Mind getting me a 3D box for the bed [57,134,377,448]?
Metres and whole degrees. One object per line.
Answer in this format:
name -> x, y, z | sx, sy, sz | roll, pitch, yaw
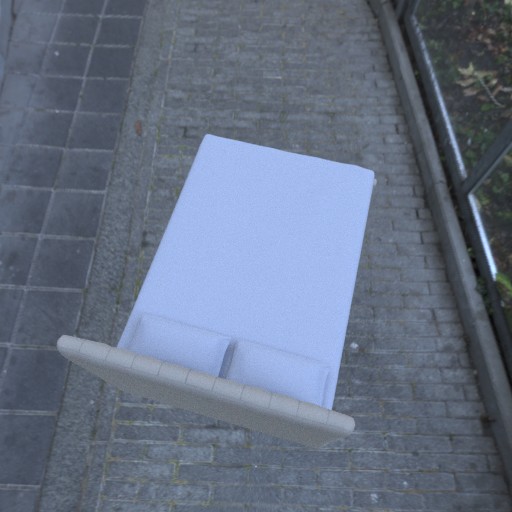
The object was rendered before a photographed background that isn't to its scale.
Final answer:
bed -> 0.000, 0.000, 3.479 | 1.698, 1.427, 2.387 | 14, 65, 7
